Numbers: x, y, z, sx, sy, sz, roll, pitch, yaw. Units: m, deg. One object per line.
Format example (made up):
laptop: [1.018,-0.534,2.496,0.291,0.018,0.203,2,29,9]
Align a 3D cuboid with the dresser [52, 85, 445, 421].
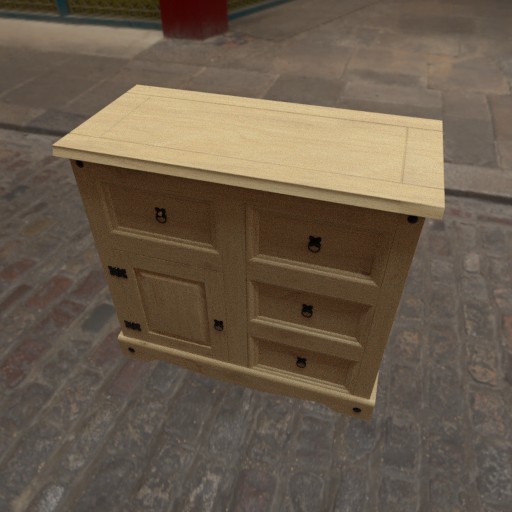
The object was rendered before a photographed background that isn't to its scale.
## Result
dresser: [0.000,0.000,1.409,0.915,0.835,0.440,11,42,13]
